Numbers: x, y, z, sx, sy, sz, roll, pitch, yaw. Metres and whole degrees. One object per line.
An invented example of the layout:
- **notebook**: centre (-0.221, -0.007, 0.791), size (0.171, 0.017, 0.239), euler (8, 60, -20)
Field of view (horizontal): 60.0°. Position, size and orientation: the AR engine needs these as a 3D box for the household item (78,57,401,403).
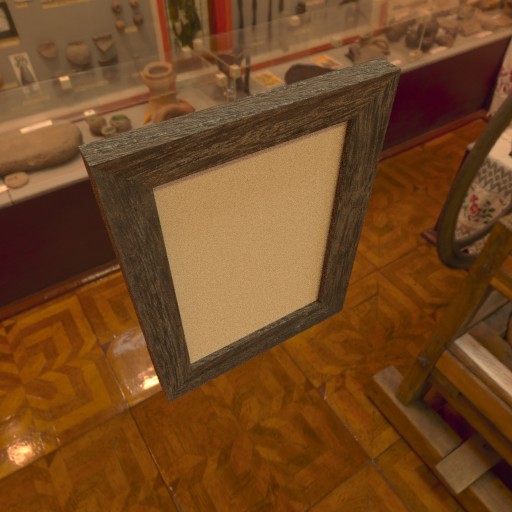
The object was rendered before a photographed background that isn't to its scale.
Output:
- **household item**: centre (0.000, 0.000, 0.280), size (0.160, 0.210, 0.020), euler (-24, 52, -20)
